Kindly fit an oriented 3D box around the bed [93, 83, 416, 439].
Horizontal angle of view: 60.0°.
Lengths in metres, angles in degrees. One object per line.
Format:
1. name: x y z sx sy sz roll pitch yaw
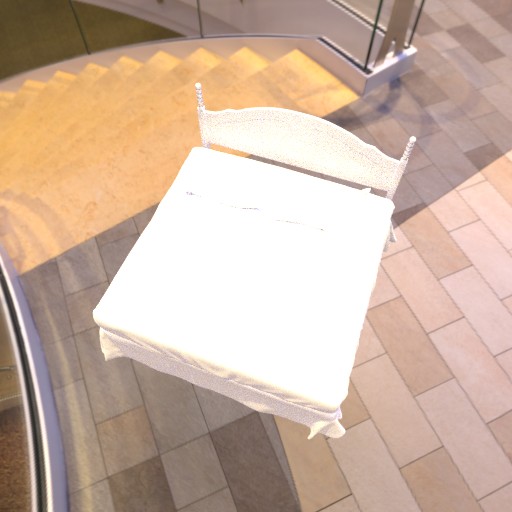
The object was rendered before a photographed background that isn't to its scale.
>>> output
1. bed: 0.000 0.000 3.715 2.322 1.355 2.219 18 60 10
